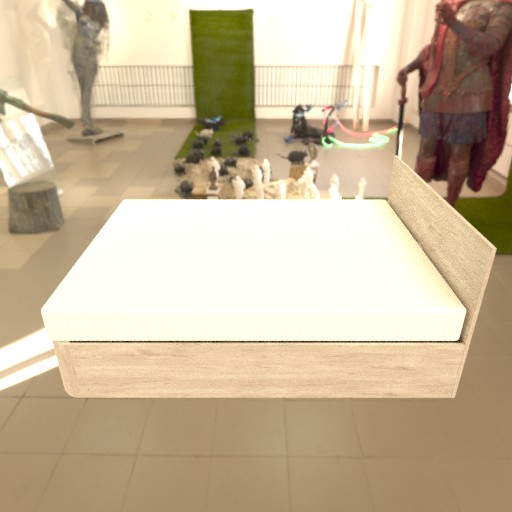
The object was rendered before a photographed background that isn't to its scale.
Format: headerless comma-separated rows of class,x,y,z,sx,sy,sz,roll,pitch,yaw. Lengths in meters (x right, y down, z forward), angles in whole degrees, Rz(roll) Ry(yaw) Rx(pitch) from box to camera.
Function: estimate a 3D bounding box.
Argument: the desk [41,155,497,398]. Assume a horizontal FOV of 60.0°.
desk,0.000,0.000,2.554,1.900,0.800,1.400,0,28,0
